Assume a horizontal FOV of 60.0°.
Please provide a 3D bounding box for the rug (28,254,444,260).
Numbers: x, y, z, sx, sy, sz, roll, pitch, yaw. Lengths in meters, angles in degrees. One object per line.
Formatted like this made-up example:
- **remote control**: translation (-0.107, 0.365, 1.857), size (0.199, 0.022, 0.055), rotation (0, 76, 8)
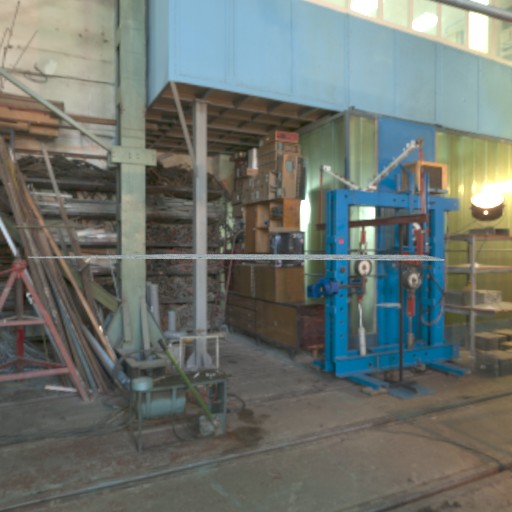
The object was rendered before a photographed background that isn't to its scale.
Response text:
- **rug**: translation (0.000, 0.000, 4.334), size (3.205, 0.015, 2.437), rotation (0, 1, 18)
